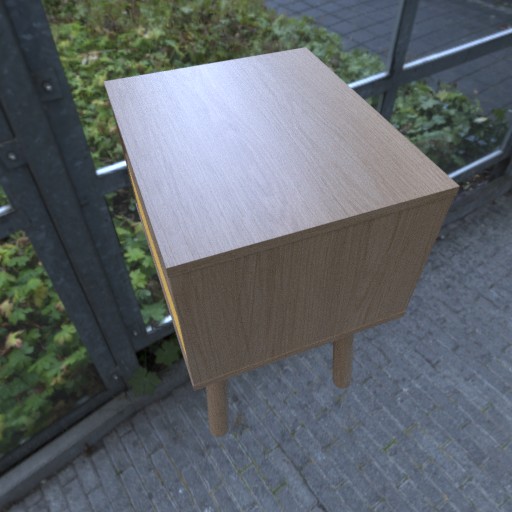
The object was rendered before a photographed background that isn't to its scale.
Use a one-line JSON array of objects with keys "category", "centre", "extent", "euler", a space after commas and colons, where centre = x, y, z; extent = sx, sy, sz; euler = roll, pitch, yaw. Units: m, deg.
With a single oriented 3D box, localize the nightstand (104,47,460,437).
[{"category": "nightstand", "centre": [0.000, 0.000, 0.868], "extent": [0.380, 0.571, 0.450], "euler": [-16, 50, -14]}]
